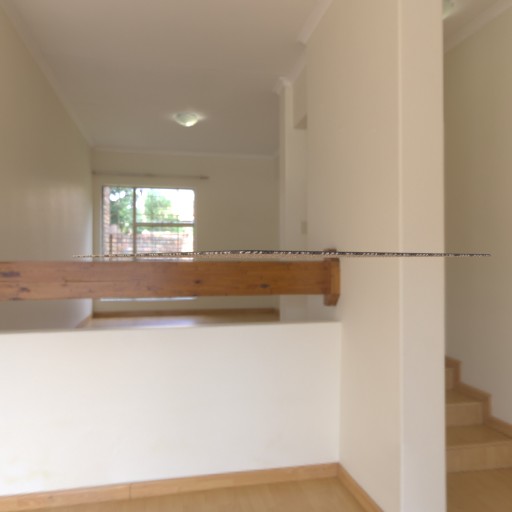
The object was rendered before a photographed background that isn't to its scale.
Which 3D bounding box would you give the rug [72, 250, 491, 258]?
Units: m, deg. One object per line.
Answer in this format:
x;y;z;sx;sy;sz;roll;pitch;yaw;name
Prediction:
0.000;0.000;3.825;2.306;0.017;2.902;0;-1;-37;rug
